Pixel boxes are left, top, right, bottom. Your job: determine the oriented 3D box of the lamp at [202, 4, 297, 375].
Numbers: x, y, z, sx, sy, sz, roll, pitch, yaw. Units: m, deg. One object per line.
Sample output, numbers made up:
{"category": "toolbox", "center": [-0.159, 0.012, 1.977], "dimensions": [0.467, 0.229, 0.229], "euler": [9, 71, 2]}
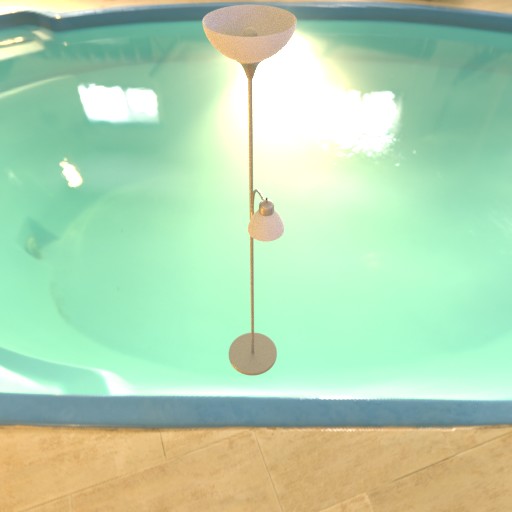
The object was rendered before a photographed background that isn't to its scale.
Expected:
{"category": "lamp", "center": [0.000, 0.000, 1.873], "dimensions": [0.279, 1.804, 0.425], "euler": [-10, 47, -10]}
